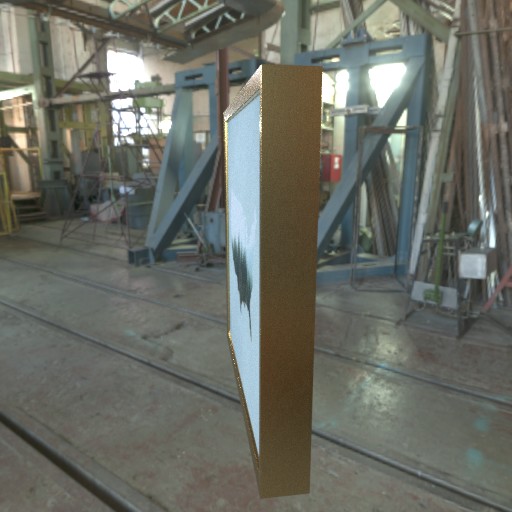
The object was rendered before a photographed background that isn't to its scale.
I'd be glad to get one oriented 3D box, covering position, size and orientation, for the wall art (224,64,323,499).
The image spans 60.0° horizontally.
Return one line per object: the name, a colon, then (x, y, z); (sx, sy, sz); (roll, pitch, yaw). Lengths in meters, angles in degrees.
wall art: (0.000, 0.000, 0.448); (0.038, 0.304, 0.304); (-2, 13, -8)
